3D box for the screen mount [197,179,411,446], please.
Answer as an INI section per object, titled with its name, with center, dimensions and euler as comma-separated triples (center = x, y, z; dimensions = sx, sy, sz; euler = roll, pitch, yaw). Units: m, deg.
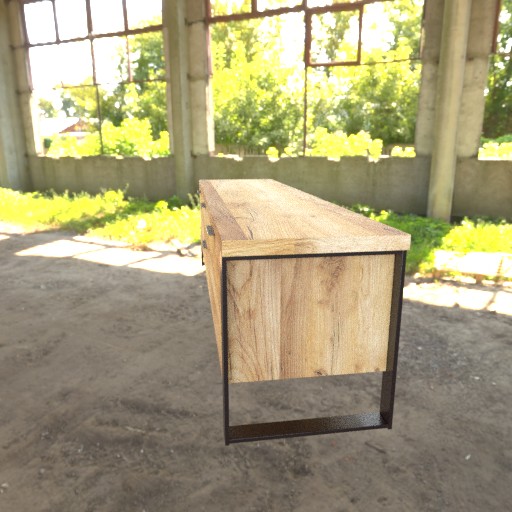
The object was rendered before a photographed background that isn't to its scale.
[screen mount]
center = 0.000, 0.000, 1.642
dimensions = 0.395, 0.450, 1.524
euler = -2, 14, -8
